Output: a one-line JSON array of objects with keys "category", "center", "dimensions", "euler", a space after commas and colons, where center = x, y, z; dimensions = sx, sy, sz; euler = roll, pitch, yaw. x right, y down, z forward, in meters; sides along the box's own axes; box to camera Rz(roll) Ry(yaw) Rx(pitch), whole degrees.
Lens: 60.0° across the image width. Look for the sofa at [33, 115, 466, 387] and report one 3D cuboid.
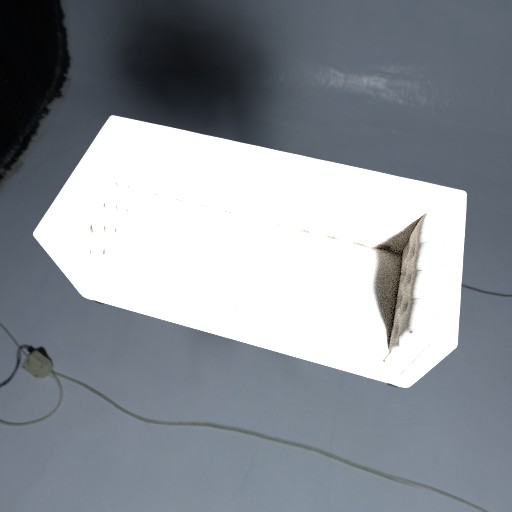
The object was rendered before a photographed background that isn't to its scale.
[{"category": "sofa", "center": [0.000, 0.000, 2.276], "dimensions": [1.778, 0.762, 0.775], "euler": [14, 60, 8]}]
